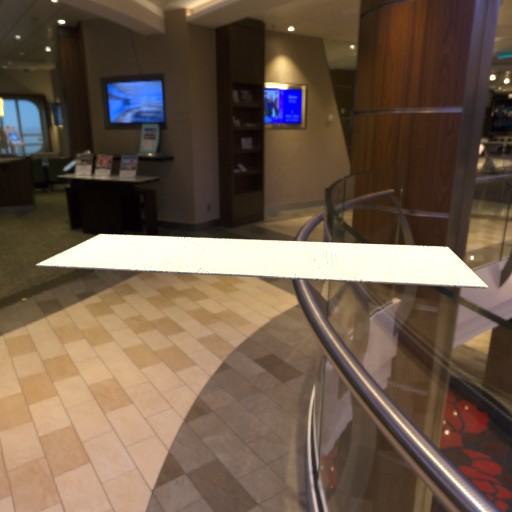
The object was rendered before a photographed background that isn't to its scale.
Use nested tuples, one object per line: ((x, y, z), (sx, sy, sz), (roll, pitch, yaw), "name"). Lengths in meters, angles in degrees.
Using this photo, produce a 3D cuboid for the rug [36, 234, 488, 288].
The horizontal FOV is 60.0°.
((0.000, 0.000, 2.741), (2.452, 0.012, 0.775), (2, 16, 8), "rug")
